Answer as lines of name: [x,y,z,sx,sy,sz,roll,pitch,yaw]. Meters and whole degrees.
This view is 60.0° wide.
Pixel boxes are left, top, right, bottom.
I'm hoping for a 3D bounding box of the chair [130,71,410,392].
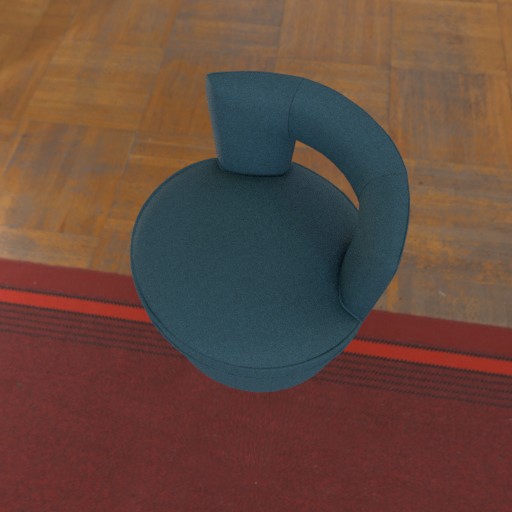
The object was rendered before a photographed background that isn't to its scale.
chair: [0.000,0.000,1.229,0.660,0.711,0.684,-34,68,-16]
